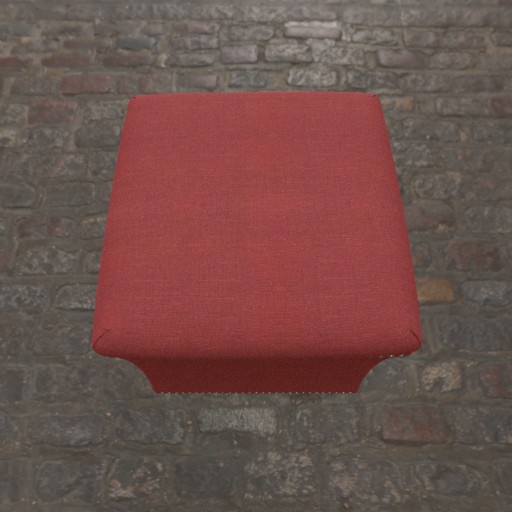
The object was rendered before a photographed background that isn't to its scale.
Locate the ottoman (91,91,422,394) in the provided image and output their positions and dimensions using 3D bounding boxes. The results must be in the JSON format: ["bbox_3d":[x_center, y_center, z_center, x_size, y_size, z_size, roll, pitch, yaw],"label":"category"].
[{"bbox_3d":[0.000,0.000,0.913,0.497,0.475,0.507,0,64,0],"label":"ottoman"}]
